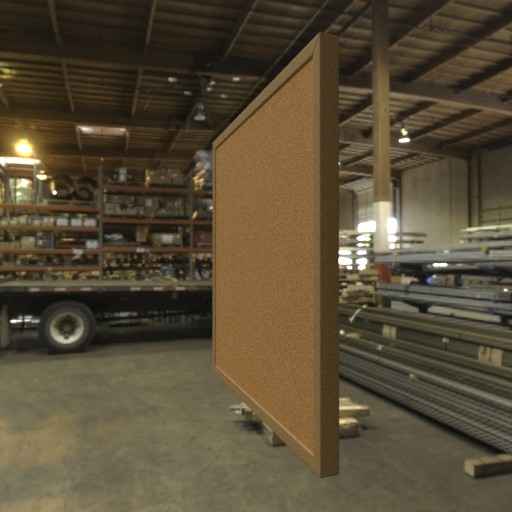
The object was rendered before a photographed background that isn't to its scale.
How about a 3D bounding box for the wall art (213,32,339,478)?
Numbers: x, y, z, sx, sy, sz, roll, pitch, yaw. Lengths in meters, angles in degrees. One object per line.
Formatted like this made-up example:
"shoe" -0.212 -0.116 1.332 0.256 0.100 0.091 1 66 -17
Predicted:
"wall art" 0.000 0.000 1.120 0.037 0.761 0.761 0 0 -19
